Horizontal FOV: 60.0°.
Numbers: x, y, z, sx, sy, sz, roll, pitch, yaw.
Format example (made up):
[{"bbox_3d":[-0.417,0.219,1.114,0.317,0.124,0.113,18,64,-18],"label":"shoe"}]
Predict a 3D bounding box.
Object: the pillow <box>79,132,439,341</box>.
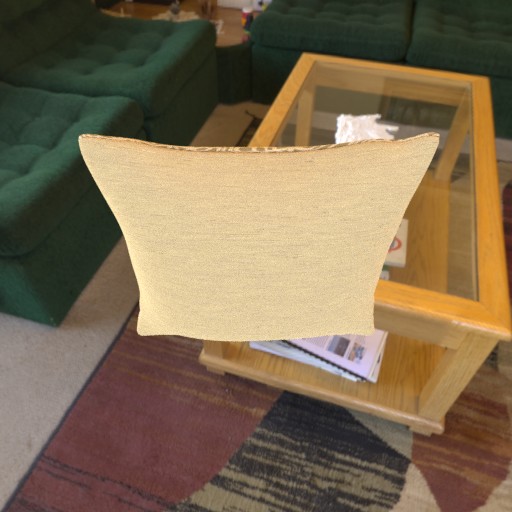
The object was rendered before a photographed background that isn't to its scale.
[{"bbox_3d":[0.000,0.000,0.676,0.438,0.421,0.167,0,47,0],"label":"pillow"}]
